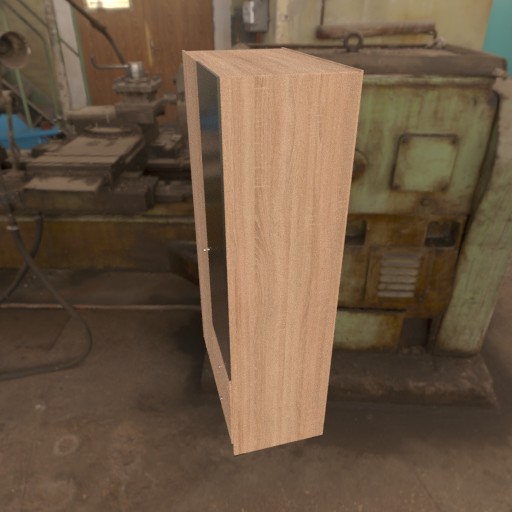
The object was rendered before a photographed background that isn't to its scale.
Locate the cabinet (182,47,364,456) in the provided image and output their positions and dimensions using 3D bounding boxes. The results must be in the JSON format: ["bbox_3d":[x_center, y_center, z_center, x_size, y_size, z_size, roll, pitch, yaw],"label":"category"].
[{"bbox_3d":[0.000,0.000,2.590,0.590,2.121,1.001,-8,31,-13],"label":"cabinet"}]
